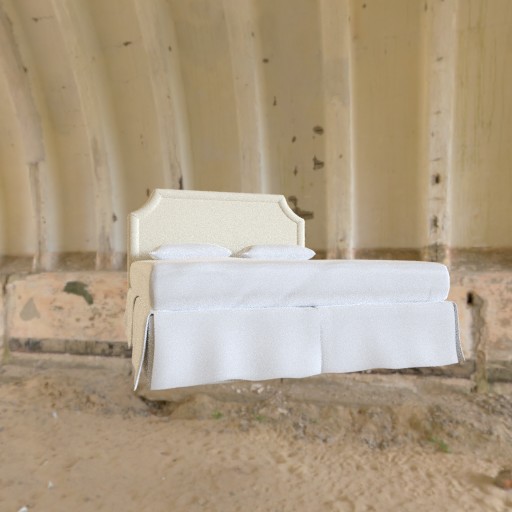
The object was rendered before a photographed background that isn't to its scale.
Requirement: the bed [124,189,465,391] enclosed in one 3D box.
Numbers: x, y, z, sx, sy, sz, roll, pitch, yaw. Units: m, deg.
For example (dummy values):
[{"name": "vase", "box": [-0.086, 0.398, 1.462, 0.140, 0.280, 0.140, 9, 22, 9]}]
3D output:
[{"name": "bed", "box": [0.000, 0.000, 4.149, 2.350, 1.590, 2.773, 0, -1, -18]}]
